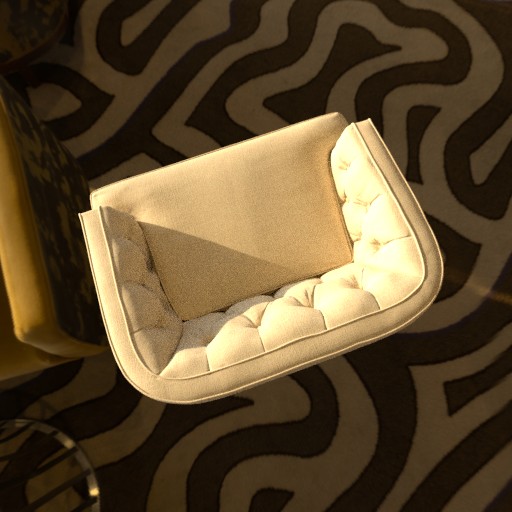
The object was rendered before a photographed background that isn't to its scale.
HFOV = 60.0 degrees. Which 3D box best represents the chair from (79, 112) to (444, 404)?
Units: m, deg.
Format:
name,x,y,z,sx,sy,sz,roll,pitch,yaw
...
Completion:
name,x,y,z,sx,sy,sz,roll,pitch,yaw
chair,0.000,0.000,1.756,1.118,0.787,0.914,-19,77,-5
